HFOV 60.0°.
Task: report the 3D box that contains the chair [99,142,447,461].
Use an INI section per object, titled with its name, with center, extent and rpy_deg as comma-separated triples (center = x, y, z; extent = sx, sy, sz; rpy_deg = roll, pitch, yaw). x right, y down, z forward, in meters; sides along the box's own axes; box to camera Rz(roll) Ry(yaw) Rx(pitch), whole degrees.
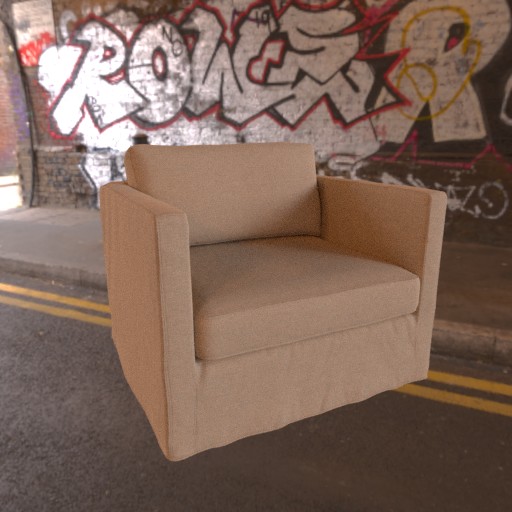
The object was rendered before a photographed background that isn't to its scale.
[chair]
center = 0.000, 0.000, 1.755
extent = 1.057, 0.867, 0.949
rpy_deg = -8, 17, -26
